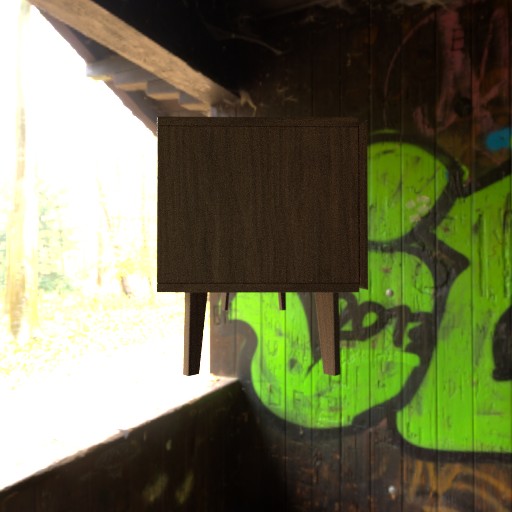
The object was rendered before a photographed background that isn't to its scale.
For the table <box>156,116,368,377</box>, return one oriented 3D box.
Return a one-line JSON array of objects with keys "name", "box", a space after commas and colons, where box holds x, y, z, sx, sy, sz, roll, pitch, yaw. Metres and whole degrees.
[{"name": "table", "box": [0.000, 0.000, 1.546, 0.405, 0.508, 1.397, 0, -1, -1]}]
